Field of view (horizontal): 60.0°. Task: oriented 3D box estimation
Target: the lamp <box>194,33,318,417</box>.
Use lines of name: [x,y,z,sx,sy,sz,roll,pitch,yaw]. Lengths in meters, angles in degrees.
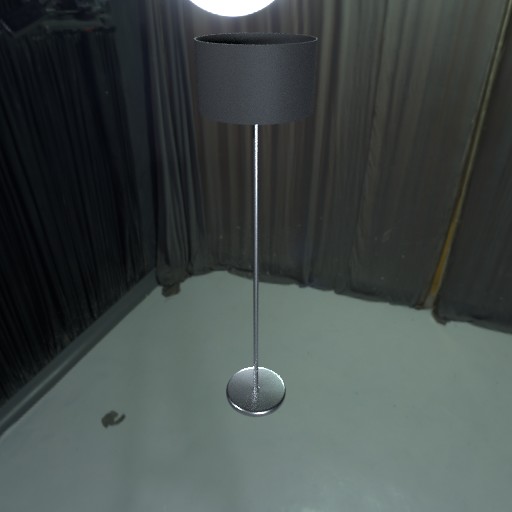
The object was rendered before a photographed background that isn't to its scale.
lamp: [0.000,0.000,1.630,0.348,1.443,0.348,10,33,16]
